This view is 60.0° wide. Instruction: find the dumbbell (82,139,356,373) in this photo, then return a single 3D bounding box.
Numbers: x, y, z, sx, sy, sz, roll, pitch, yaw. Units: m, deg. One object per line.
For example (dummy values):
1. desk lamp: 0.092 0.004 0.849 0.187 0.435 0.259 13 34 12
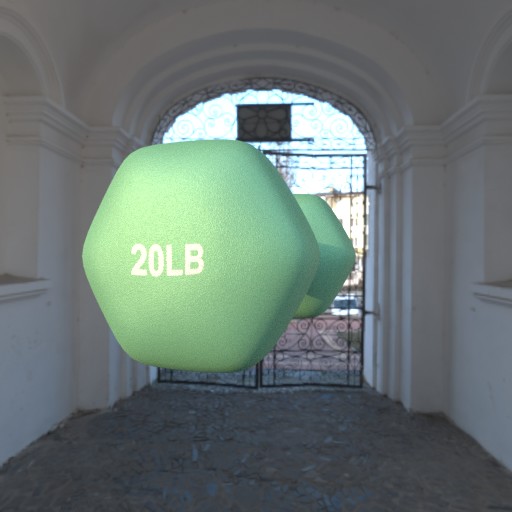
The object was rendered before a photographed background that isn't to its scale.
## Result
1. dumbbell: 0.000 0.000 0.329 0.129 0.117 0.260 0 0 18
